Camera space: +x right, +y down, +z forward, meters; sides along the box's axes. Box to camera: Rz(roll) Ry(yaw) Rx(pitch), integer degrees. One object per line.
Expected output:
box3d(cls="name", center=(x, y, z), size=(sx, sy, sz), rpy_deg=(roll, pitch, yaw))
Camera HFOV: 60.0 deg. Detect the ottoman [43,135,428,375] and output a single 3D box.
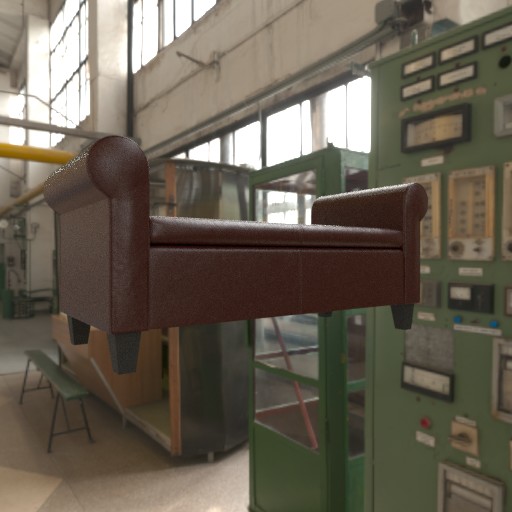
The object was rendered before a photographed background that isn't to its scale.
box3d(cls="ottoman", center=(0.000, 0.000, 1.527), size=(1.256, 0.547, 0.521), rpy_deg=(0, 0, -36))
